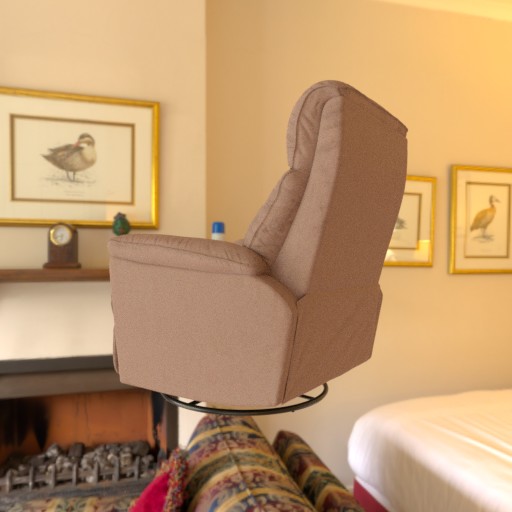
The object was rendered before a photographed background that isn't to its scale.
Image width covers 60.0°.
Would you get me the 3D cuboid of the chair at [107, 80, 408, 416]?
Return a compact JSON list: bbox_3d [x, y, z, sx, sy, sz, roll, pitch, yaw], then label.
[{"bbox_3d":[0.000,0.000,1.714,1.004,1.037,0.820,0,0,36],"label":"chair"}]
